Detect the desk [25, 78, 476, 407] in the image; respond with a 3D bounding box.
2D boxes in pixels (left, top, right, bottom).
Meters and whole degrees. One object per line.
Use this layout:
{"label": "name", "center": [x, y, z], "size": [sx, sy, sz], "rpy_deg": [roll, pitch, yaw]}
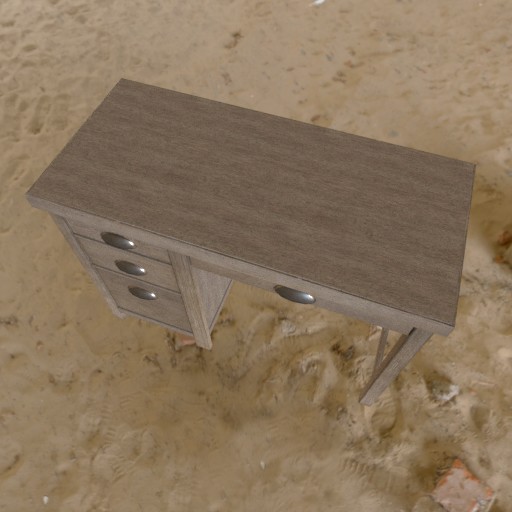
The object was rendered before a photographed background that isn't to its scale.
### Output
{"label": "desk", "center": [0.000, 0.000, 1.773], "size": [1.289, 0.912, 0.610], "rpy_deg": [17, 59, 10]}
